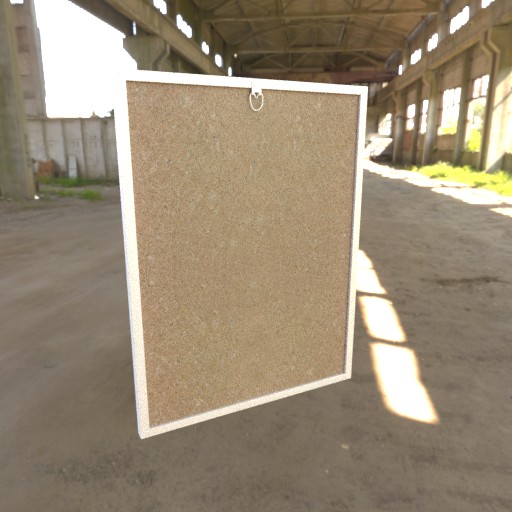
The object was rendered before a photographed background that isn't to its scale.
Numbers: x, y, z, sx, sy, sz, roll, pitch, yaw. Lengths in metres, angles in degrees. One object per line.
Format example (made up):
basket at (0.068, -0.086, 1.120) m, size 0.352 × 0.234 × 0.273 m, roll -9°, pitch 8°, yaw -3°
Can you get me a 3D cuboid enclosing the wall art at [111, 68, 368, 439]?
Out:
wall art at (0.000, 0.000, 1.415) m, size 0.805 × 1.056 × 0.042 m, roll -7°, pitch 16°, yaw -26°
